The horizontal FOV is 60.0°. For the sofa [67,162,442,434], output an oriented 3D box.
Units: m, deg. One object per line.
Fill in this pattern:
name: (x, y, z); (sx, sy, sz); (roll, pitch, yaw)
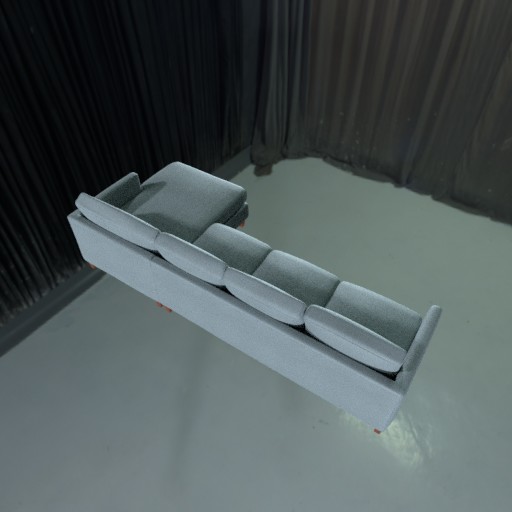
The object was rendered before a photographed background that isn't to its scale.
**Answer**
sofa: (0.000, 0.000, 4.326); (3.471, 0.950, 1.604); (25, 51, 23)
